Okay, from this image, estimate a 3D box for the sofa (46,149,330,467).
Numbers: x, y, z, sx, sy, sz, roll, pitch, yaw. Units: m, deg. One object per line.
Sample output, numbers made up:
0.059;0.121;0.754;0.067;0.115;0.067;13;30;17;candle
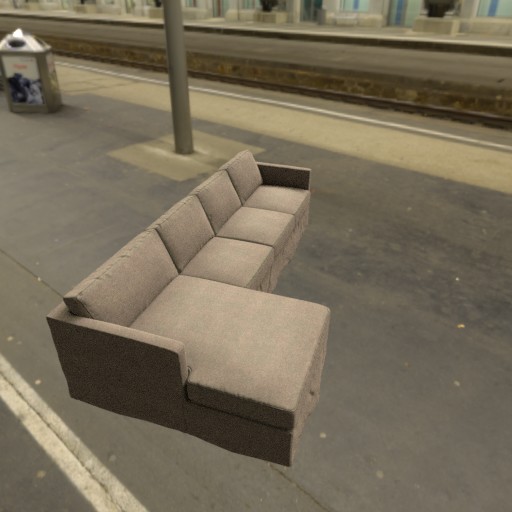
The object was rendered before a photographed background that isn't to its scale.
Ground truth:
0.000;0.000;3.901;1.650;0.922;3.205;10;32;17;sofa
